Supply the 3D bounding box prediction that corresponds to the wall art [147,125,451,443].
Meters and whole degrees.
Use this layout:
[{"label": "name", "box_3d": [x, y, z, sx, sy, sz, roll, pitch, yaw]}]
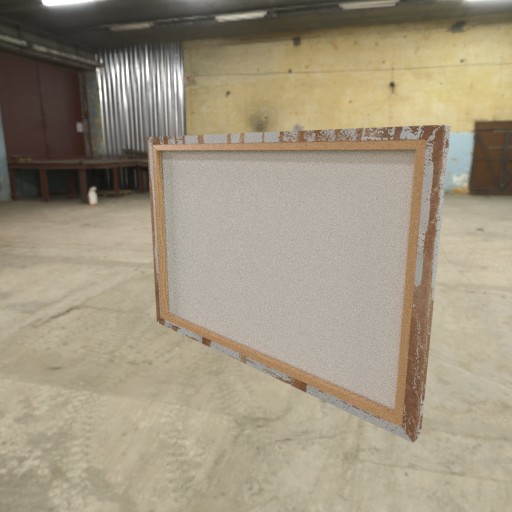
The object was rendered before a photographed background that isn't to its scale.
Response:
[{"label": "wall art", "box_3d": [0.000, 0.000, 1.137, 0.914, 0.609, 0.035, 13, 18, 43]}]
